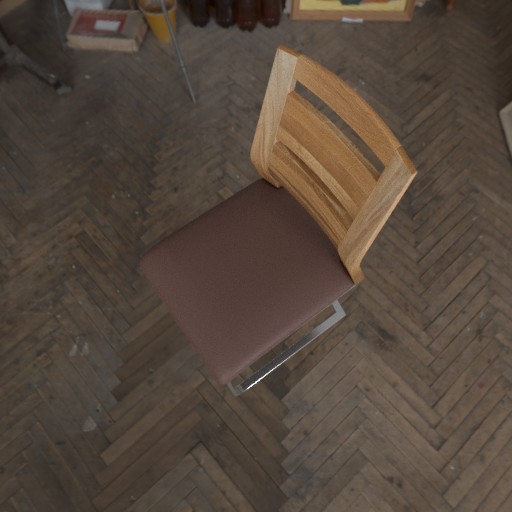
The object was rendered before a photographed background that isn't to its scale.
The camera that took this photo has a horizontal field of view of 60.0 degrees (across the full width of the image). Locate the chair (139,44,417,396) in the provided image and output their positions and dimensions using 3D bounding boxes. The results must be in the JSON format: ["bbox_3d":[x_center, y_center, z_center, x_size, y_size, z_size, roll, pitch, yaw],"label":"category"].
[{"bbox_3d":[0.000,0.000,1.269,0.570,0.970,0.460,-34,70,-14],"label":"chair"}]
